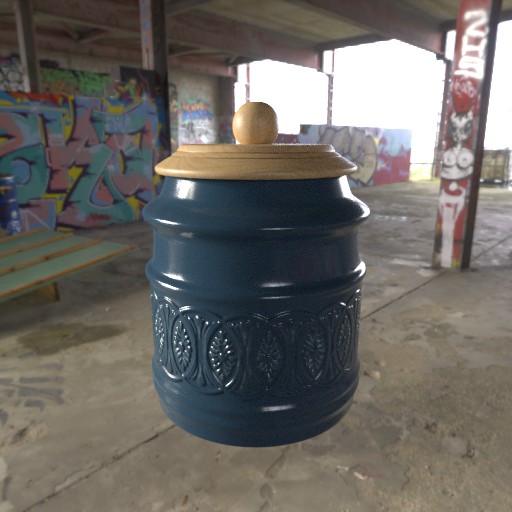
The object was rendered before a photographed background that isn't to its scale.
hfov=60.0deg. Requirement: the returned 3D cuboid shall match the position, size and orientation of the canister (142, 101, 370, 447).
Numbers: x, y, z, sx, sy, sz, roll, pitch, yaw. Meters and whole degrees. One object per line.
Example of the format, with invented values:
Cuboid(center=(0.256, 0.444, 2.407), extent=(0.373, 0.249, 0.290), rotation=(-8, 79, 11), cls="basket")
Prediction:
Cuboid(center=(0.000, 0.000, 0.267), extent=(0.130, 0.176, 0.130), rotation=(0, 15, 0), cls="canister")
